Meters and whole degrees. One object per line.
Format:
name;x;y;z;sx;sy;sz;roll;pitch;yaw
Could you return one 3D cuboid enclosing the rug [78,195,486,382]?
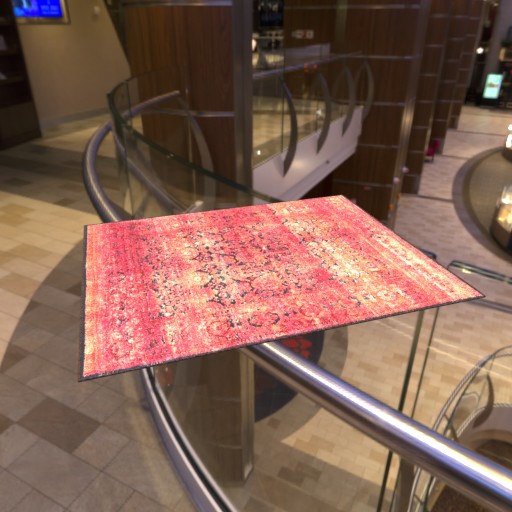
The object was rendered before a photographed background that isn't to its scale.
rug;0.000;0.000;4.073;3.032;0.020;2.411;-9;29;-16
